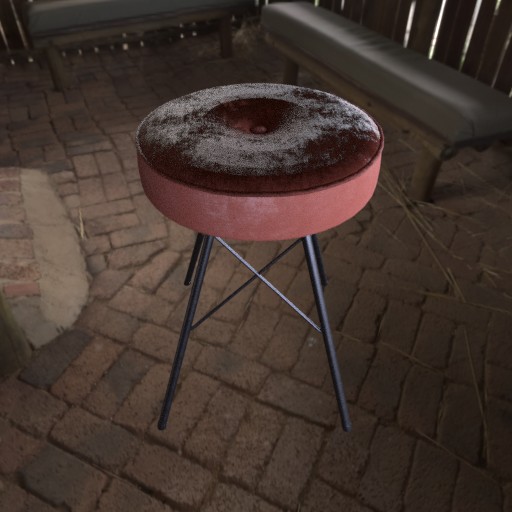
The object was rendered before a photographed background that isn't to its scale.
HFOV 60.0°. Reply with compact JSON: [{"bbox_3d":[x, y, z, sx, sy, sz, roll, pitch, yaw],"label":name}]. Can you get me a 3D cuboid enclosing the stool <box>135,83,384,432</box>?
[{"bbox_3d":[0.000,0.000,0.922,0.421,0.593,0.457,0,41,0],"label":"stool"}]
